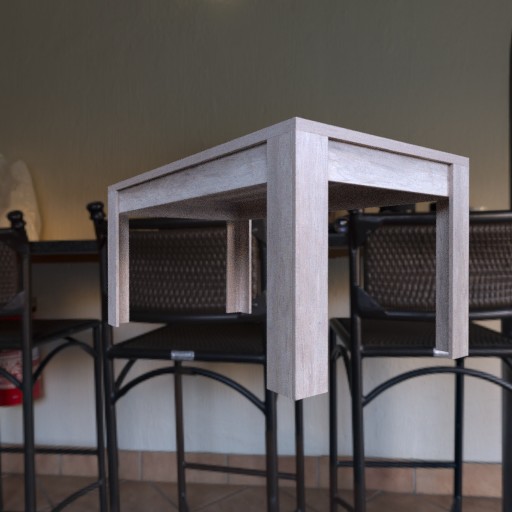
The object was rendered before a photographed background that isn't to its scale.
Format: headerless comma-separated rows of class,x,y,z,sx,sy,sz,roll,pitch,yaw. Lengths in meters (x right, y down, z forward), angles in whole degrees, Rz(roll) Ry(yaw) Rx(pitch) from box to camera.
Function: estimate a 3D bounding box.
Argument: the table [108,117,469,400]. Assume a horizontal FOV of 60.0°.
table,0.000,0.000,2.121,0.900,0.775,1.600,0,1,-36
